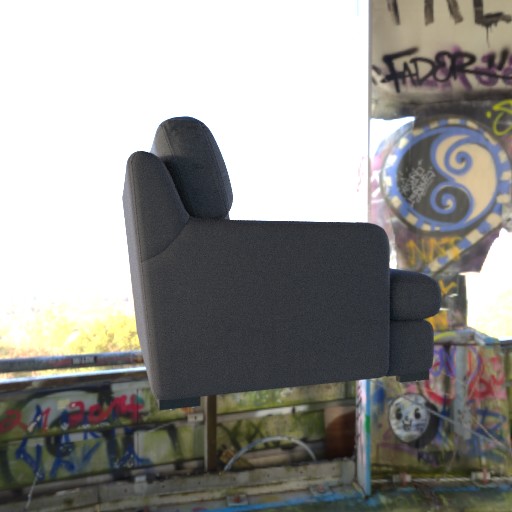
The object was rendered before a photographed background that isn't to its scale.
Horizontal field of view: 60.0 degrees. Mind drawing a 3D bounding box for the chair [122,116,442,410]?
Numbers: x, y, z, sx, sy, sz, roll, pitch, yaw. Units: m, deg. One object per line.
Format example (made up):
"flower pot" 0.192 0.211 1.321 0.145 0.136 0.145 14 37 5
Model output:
"chair" 0.000 0.000 1.999 1.143 0.940 1.168 0 1 -18
